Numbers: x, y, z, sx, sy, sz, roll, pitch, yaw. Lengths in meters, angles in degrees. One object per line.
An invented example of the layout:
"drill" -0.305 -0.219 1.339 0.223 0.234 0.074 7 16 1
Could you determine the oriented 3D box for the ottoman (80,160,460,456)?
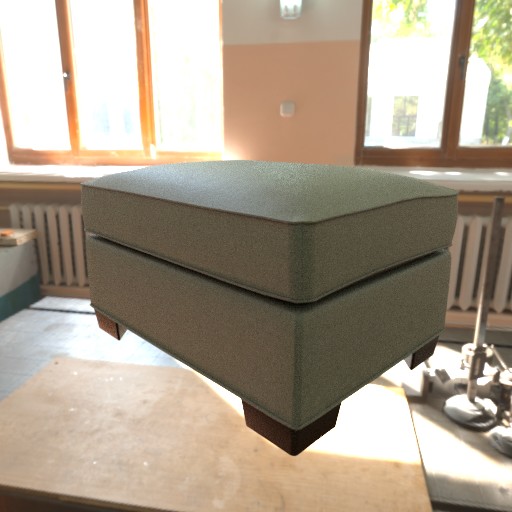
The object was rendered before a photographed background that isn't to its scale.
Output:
"ottoman" 0.000 0.000 1.222 0.619 0.504 0.843 -14 21 -42
